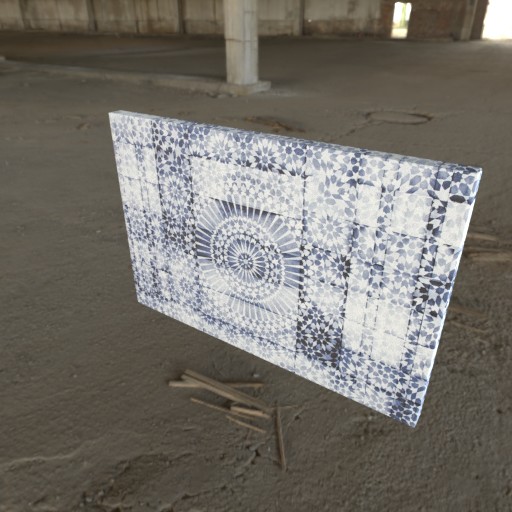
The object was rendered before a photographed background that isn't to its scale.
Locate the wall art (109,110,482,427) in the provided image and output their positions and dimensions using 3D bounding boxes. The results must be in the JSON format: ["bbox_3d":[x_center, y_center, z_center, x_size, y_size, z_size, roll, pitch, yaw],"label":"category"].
[{"bbox_3d":[0.000,0.000,0.743,0.608,0.406,0.030,18,34,29],"label":"wall art"}]
